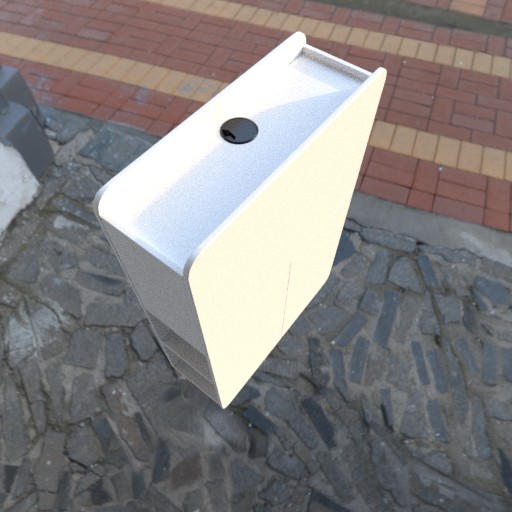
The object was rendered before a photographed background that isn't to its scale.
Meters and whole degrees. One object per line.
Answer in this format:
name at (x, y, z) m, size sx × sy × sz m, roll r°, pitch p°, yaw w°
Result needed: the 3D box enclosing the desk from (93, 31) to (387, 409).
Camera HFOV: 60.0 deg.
desk at (0.000, 0.000, 1.548) m, size 0.278 × 1.190 × 0.795 m, roll 33°, pitch 64°, yaw 19°
